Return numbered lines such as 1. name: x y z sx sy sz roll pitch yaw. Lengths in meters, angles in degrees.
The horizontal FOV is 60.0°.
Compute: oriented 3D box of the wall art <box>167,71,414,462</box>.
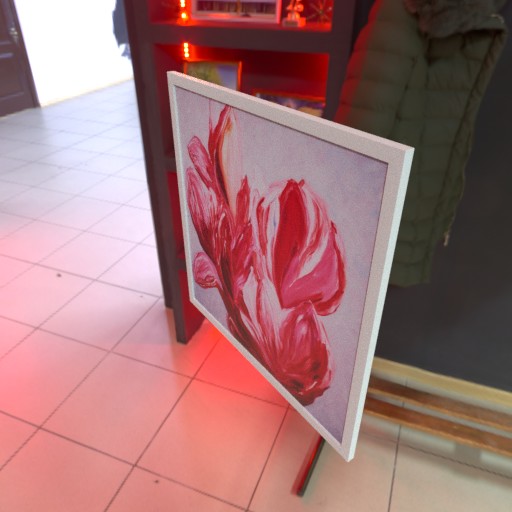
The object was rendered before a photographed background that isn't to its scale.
1. wall art: 0.000 0.000 1.173 0.022 0.803 0.805 -21 38 -30
